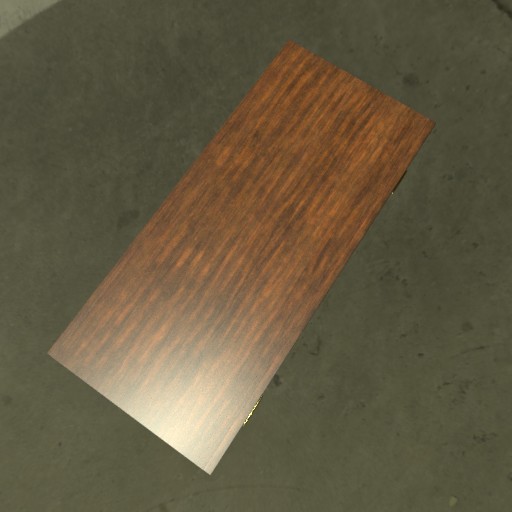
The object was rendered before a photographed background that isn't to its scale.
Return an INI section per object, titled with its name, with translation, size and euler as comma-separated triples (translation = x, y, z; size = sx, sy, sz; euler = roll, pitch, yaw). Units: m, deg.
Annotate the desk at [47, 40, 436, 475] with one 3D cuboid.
[desk]
translation = 0.000, 0.000, 2.048
size = 0.724, 0.762, 1.575
euler = 33, 78, 8
